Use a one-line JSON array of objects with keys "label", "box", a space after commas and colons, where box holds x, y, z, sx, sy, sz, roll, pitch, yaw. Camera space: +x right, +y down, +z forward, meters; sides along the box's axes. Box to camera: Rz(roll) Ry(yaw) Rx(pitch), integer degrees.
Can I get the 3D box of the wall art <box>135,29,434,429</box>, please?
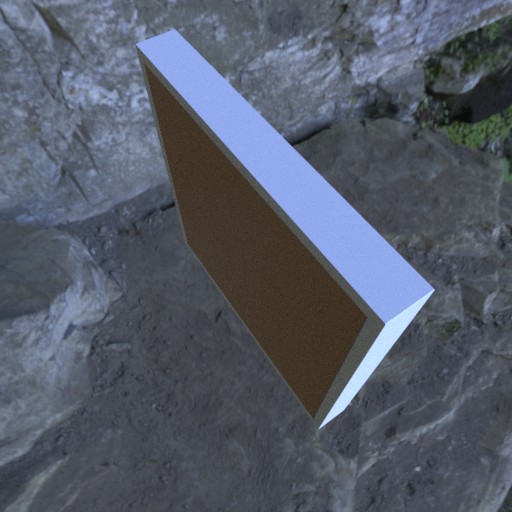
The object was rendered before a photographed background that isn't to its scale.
[{"label": "wall art", "box": [0.000, 0.000, 0.441, 0.038, 0.305, 0.305, -30, 63, -17]}]
